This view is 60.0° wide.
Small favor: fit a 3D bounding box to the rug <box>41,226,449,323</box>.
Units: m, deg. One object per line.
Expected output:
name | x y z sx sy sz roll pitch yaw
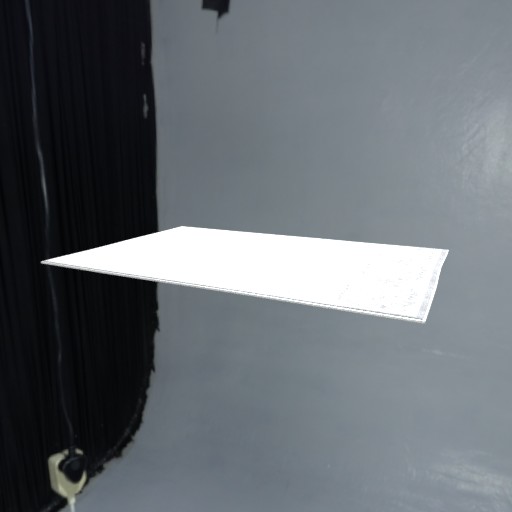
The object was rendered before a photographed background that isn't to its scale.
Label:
rug | 0.000 0.000 3.554 2.746 0.018 1.819 6 15 26
